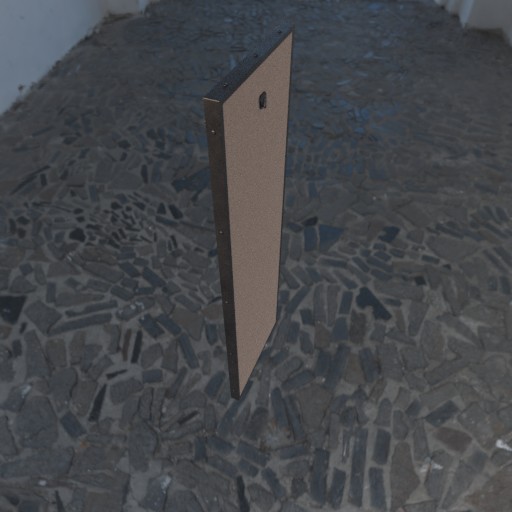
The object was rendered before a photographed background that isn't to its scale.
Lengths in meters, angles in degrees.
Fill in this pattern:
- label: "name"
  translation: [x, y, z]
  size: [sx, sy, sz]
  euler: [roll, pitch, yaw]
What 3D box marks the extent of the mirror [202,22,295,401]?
- label: "mirror"
  translation: [0.000, 0.000, 1.204]
  size: [0.042, 1.080, 0.354]
  euler: [18, 50, 16]
